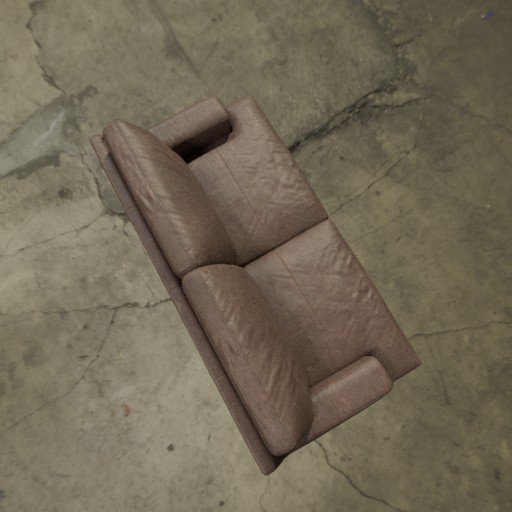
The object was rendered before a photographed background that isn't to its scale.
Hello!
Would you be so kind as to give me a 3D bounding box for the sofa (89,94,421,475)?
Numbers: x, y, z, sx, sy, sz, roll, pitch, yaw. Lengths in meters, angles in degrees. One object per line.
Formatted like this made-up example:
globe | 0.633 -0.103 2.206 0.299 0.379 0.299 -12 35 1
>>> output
sofa | 0.000 0.000 2.815 1.143 0.941 2.261 -29 78 -7
